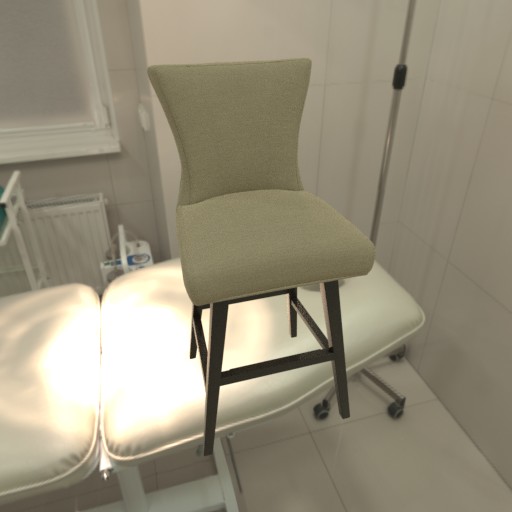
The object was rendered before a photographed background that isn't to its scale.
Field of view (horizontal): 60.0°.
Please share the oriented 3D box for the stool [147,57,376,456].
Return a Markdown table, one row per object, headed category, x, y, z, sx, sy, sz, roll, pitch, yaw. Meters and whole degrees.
| category | x | y | z | sx | sy | sz | roll | pitch | yaw |
| --- | --- | --- | --- | --- | --- | --- | --- | --- | --- |
| stool | 0.000 | 0.000 | 1.411 | 0.514 | 1.086 | 0.574 | -9 | 33 | -14 |
